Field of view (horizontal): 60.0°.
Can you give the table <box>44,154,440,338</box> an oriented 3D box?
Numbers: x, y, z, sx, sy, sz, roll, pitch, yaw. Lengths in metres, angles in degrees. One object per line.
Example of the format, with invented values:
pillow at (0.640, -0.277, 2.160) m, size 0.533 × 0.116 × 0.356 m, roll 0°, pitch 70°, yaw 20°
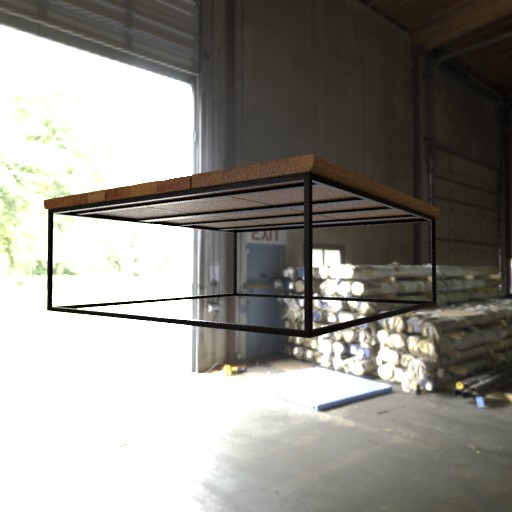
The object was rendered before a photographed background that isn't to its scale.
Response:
table at (0.000, 0.000, 1.721) m, size 1.100 × 0.400 × 1.100 m, roll -1°, pitch -2°, yaw 36°
